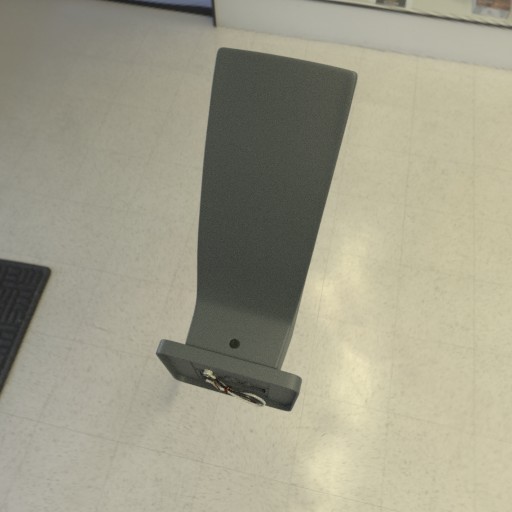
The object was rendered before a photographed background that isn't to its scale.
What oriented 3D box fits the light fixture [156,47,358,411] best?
[{"bbox_3d":[0.000,0.000,0.328,0.108,0.243,0.174,14,64,7],"label":"light fixture"}]
